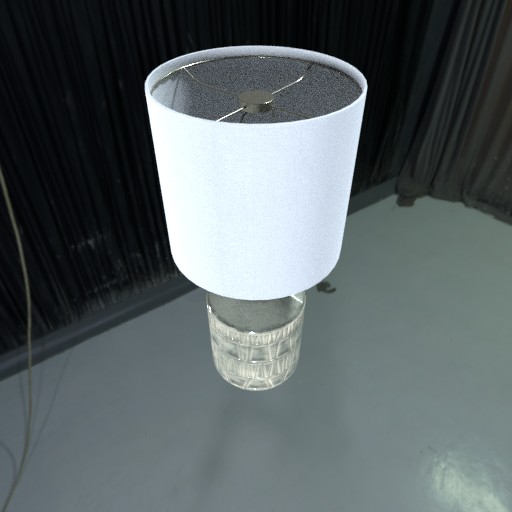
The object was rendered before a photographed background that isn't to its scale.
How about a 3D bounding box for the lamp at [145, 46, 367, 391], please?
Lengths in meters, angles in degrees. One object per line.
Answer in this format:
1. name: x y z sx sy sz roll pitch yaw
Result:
1. lamp: 0.000 0.000 0.576 0.211 0.455 0.211 -27 47 -27
